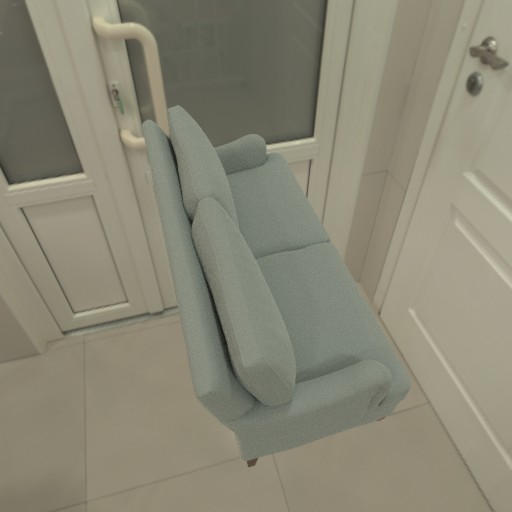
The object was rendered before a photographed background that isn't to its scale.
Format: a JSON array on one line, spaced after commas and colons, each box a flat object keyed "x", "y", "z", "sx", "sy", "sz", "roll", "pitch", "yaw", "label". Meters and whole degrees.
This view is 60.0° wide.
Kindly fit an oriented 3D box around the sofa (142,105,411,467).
[{"x": 0.000, "y": 0.000, "z": 2.795, "sx": 1.069, "sy": 1.096, "sz": 2.193, "roll": -12, "pitch": 48, "yaw": -11, "label": "sofa"}]
